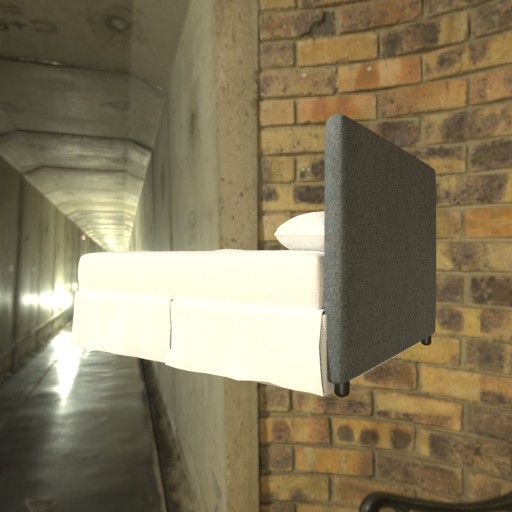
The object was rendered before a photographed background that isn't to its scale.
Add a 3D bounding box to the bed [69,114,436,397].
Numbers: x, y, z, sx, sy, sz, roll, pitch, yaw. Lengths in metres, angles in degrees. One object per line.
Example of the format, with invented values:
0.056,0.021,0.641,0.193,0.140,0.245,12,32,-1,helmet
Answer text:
0.000,0.000,3.257,2.142,1.330,1.723,0,0,36,bed
